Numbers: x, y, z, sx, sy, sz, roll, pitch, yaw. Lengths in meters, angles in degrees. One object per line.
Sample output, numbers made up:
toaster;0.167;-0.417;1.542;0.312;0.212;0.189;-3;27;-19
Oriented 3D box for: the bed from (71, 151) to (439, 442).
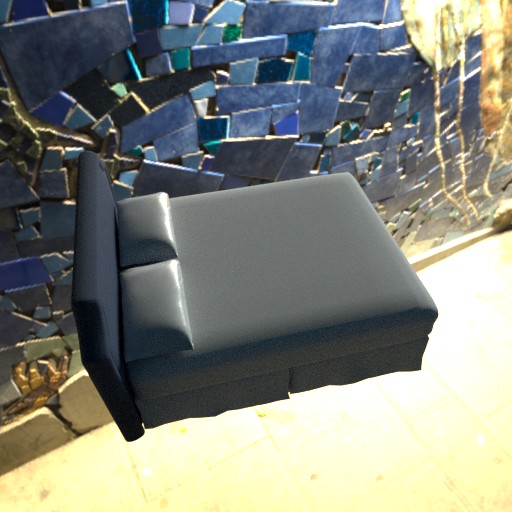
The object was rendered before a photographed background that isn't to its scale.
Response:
bed;0.000;0.000;3.312;2.260;1.297;1.831;-10;48;-9
